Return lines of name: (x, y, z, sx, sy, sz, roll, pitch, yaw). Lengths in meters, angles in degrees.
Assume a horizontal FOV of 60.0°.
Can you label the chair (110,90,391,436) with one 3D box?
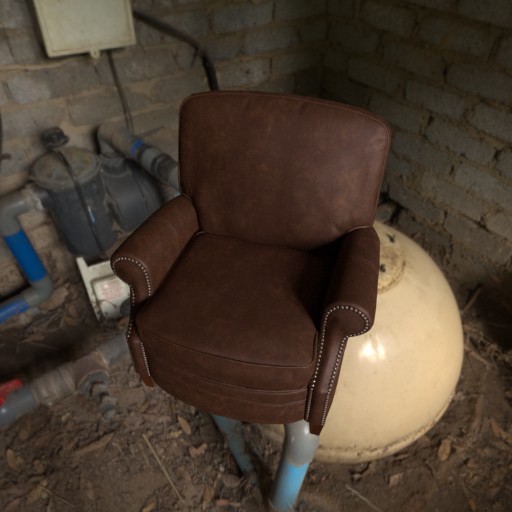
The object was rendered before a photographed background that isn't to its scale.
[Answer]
chair: (0.000, 0.000, 1.720, 0.936, 1.018, 0.986, 12, 43, 13)
